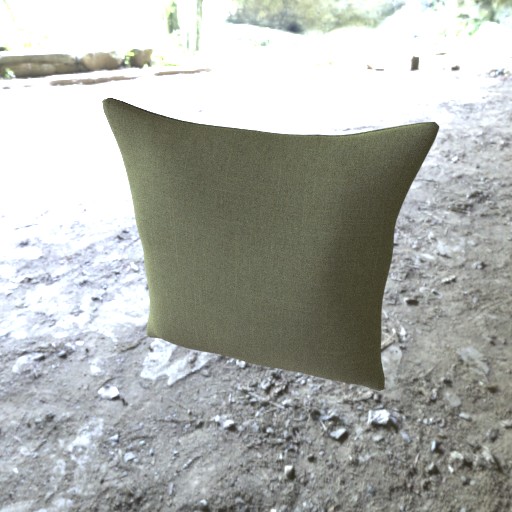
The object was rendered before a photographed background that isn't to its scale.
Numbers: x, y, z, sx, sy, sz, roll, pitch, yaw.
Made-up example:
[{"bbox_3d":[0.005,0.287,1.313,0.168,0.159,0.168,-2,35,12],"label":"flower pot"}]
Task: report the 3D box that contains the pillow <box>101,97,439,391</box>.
[{"bbox_3d":[0.000,0.000,0.662,0.435,0.432,0.138,10,33,15],"label":"pillow"}]
